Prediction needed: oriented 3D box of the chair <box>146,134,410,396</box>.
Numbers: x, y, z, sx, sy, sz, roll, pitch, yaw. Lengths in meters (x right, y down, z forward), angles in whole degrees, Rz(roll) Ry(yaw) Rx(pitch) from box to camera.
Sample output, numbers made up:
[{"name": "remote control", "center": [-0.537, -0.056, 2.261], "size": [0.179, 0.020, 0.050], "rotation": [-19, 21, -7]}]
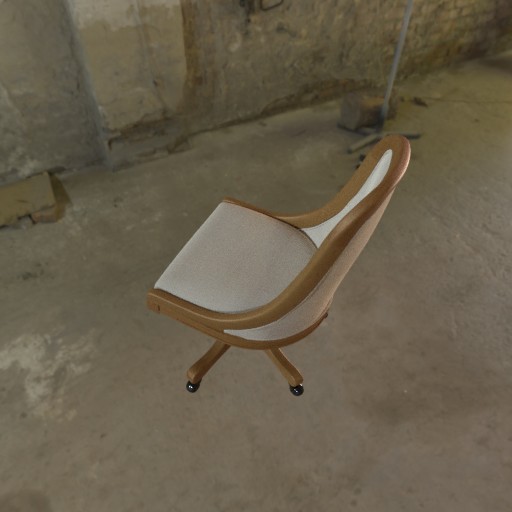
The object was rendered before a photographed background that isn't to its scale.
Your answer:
[{"name": "chair", "center": [0.000, 0.000, 1.554], "size": [0.811, 1.009, 0.702], "rotation": [19, 49, 17]}]
